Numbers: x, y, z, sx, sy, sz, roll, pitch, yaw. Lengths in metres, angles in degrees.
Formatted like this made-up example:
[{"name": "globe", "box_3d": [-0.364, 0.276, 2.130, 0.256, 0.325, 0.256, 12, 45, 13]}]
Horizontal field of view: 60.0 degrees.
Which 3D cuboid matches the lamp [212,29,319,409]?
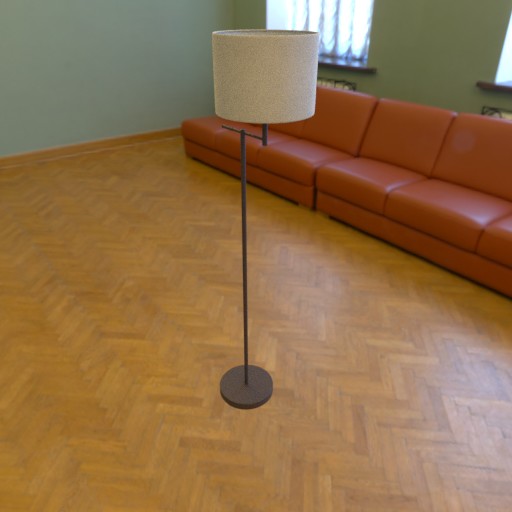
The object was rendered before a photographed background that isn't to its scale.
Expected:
[{"name": "lamp", "box_3d": [0.000, 0.000, 1.768, 0.324, 1.600, 0.416, -22, 37, -34]}]
